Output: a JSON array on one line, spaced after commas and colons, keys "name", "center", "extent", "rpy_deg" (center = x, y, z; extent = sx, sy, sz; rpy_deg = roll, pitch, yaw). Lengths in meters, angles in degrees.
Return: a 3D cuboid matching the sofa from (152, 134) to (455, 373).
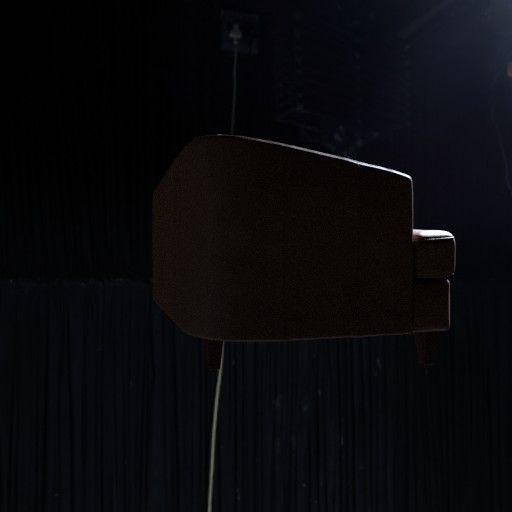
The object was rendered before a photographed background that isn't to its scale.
[{"name": "sofa", "center": [0.000, 0.000, 2.223], "extent": [0.914, 0.786, 1.755], "rpy_deg": [0, 0, -18]}]
